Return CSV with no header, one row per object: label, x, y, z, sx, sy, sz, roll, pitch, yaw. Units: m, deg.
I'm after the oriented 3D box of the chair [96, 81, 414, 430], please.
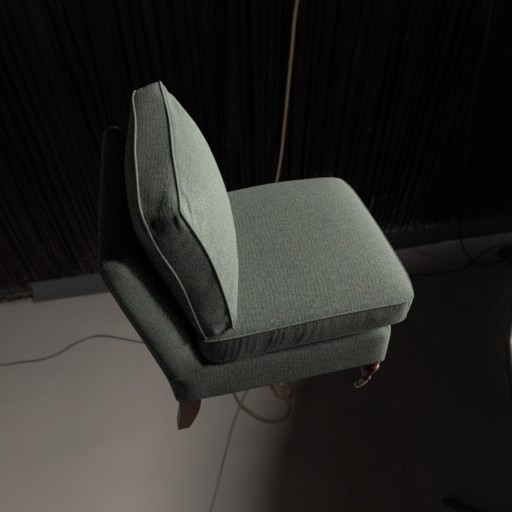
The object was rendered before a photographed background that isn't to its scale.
chair,0.000,0.000,1.378,0.796,0.901,0.624,-9,45,-9
